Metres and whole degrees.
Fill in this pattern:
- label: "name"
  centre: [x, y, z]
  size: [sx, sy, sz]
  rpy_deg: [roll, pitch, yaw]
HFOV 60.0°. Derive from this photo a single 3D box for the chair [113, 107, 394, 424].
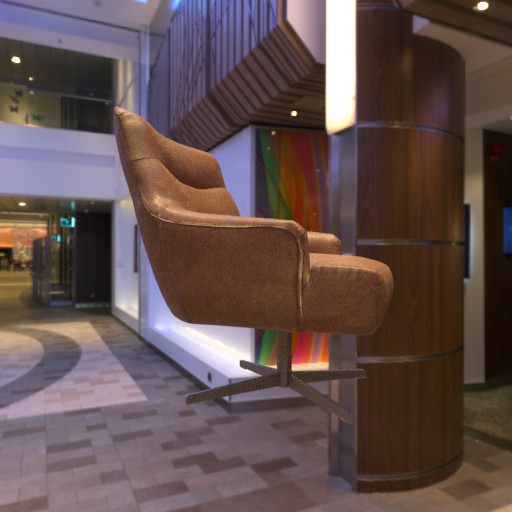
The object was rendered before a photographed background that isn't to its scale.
- label: "chair"
  centre: [0.000, 0.000, 1.474]
  size: [0.874, 0.869, 0.729]
  rpy_deg: [0, 0, 18]
